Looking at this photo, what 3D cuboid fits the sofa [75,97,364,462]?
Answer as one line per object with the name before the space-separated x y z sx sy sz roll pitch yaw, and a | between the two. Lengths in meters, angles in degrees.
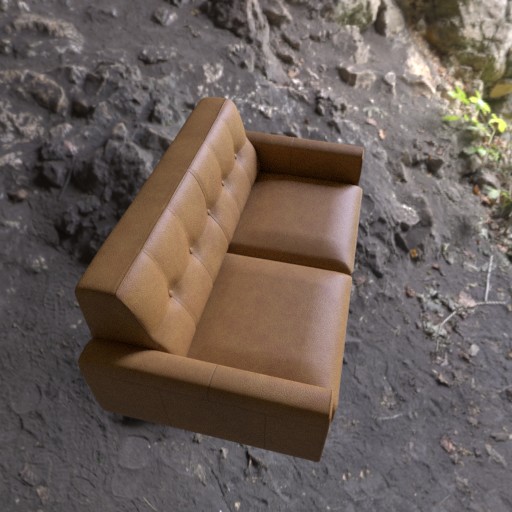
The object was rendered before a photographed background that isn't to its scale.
sofa | 0.000 0.000 2.182 0.952 0.925 1.651 10 47 9
